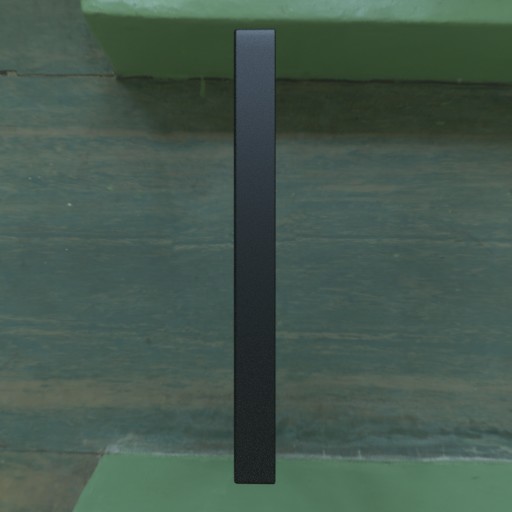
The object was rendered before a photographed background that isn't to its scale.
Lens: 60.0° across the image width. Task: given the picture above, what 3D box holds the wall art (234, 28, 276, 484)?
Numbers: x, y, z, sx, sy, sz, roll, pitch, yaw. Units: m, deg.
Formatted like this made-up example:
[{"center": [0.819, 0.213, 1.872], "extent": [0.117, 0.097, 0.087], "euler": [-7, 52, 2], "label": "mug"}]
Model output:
[{"center": [0.000, 0.000, 0.595], "extent": [0.041, 0.407, 0.406], "euler": [0, 90, 1], "label": "wall art"}]
